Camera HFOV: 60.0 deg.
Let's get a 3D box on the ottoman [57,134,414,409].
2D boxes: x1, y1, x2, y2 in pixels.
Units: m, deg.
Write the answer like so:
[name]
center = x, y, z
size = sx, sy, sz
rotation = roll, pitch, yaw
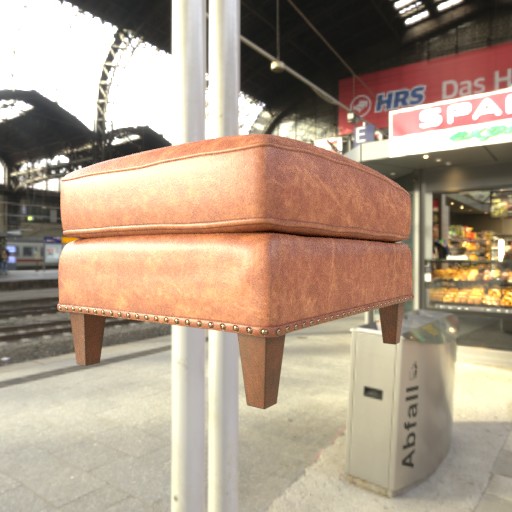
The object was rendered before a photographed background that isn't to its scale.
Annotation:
[ottoman]
center = 0.000, 0.000, 1.120
size = 0.586, 0.486, 0.742
rotation = 0, 0, 36
